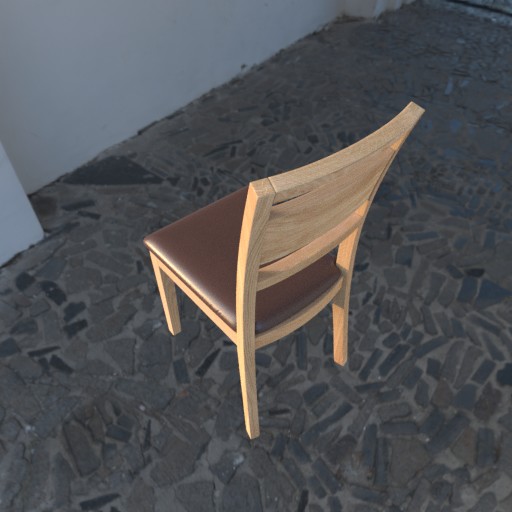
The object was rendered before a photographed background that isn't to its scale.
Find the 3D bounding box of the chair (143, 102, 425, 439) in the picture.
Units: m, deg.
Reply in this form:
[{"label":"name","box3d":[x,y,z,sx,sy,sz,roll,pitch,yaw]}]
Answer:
[{"label":"chair","box3d":[0.000,0.000,1.199,0.420,0.940,0.545,-31,54,-26]}]
